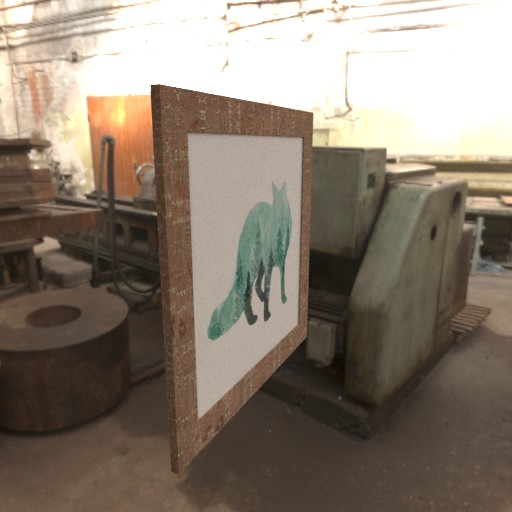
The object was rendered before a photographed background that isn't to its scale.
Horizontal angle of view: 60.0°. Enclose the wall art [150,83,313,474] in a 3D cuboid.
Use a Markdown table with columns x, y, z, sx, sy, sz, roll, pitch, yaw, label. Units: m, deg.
| x | y | z | sx | sy | sz | roll | pitch | yaw | label |
| --- | --- | --- | --- | --- | --- | --- | --- | --- | --- |
| 0.000 | 0.000 | 0.586 | 0.012 | 0.384 | 0.384 | 7 | 16 | 26 | wall art |
